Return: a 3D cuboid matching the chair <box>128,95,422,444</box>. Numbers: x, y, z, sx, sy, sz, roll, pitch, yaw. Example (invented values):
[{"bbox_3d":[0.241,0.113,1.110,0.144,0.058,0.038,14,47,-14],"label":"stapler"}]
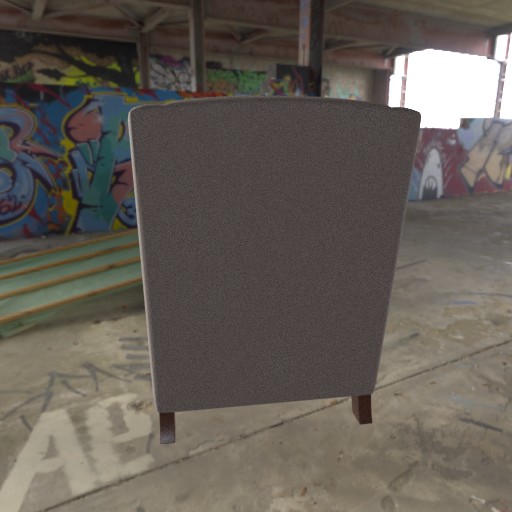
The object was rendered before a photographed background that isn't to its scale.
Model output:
[{"bbox_3d":[0.000,0.000,1.566,0.715,1.010,0.863,-2,15,-8],"label":"chair"}]
